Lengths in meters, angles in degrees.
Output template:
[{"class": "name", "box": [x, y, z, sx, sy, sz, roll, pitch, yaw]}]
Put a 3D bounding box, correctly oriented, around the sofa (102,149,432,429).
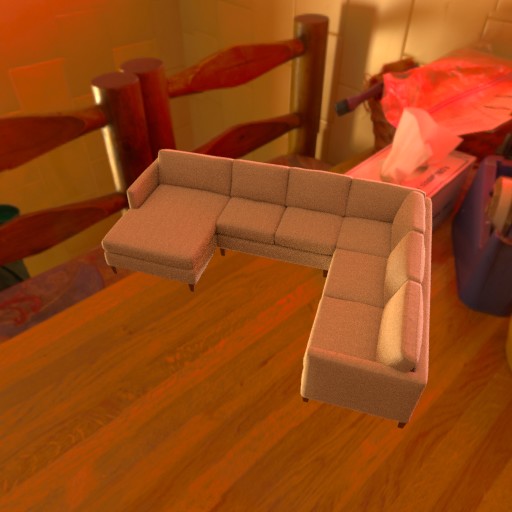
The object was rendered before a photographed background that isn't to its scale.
[{"class": "sofa", "box": [0.000, 0.000, 4.721, 3.460, 0.961, 2.594, 12, 43, 13]}]
